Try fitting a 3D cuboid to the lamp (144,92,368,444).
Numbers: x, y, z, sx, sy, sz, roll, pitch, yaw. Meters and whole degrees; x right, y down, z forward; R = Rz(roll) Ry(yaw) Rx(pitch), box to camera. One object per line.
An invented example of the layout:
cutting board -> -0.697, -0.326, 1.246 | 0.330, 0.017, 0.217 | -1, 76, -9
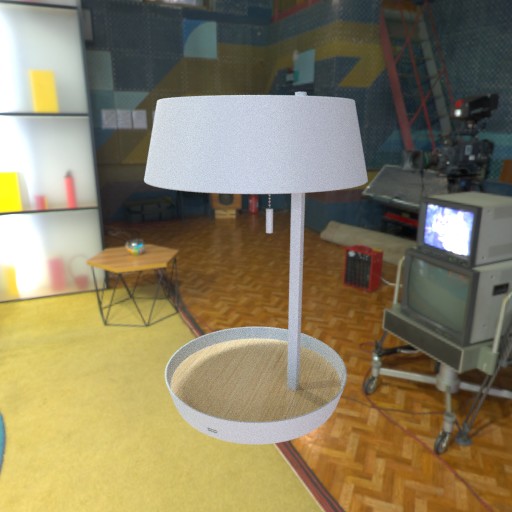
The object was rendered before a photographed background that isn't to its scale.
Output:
lamp -> 0.000, 0.000, 0.623 | 0.291, 0.429, 0.291 | 0, 16, 0
